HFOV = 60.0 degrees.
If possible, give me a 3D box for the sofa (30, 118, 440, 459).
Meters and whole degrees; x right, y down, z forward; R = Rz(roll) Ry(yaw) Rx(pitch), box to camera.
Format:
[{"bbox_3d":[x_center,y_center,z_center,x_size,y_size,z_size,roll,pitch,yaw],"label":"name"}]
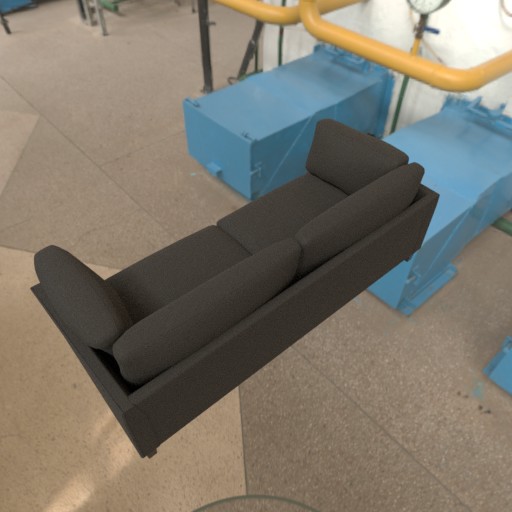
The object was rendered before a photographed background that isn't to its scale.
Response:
[{"bbox_3d":[0.000,0.000,2.700,2.312,0.792,0.969,-31,53,-27],"label":"sofa"}]
